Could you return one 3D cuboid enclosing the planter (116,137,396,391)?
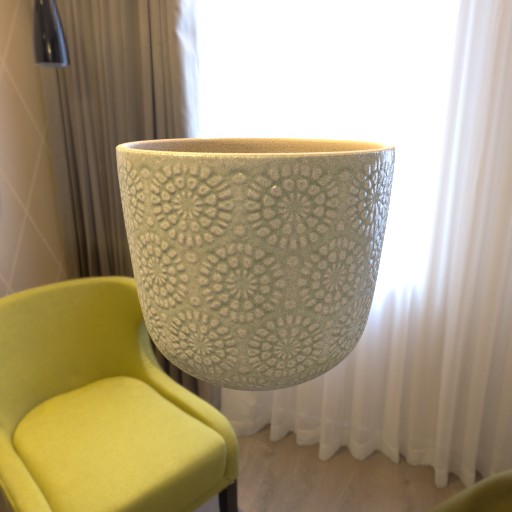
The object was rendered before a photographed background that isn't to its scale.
[{"bbox_3d":[0.000,0.000,0.220,0.124,0.109,0.124,0,17,0],"label":"planter"}]
